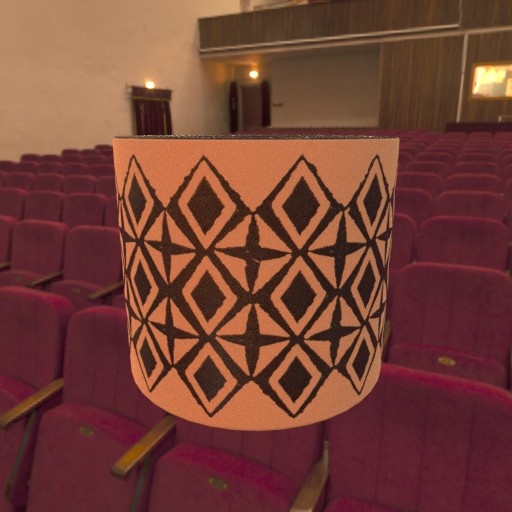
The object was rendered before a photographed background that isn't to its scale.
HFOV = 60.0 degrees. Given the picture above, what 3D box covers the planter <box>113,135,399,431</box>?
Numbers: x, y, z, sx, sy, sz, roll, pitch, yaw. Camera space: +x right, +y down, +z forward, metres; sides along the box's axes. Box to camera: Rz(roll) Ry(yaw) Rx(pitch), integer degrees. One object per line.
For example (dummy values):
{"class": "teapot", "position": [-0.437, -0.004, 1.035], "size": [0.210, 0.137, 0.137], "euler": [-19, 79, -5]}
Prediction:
{"class": "planter", "position": [0.000, 0.000, 0.275], "size": [0.159, 0.144, 0.159], "euler": [0, 16, 0]}
